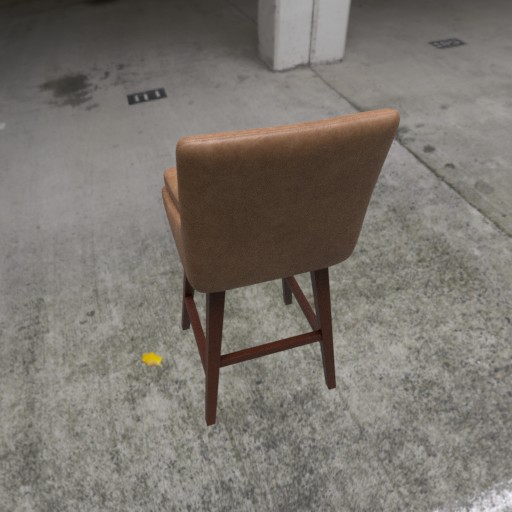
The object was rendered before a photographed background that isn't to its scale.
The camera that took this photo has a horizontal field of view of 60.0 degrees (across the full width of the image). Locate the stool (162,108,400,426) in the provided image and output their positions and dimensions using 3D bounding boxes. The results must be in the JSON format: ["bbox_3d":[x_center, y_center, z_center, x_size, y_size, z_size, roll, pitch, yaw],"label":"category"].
[{"bbox_3d":[0.000,0.000,1.372,0.487,1.079,0.572,-12,42,-13],"label":"stool"}]
